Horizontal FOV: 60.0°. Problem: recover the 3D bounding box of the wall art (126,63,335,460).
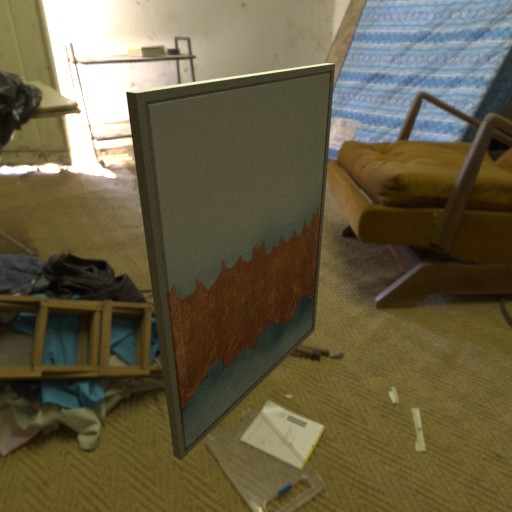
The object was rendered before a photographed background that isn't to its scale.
[{"bbox_3d":[0.000,0.000,1.367,0.034,1.042,0.789,19,34,32],"label":"wall art"}]
